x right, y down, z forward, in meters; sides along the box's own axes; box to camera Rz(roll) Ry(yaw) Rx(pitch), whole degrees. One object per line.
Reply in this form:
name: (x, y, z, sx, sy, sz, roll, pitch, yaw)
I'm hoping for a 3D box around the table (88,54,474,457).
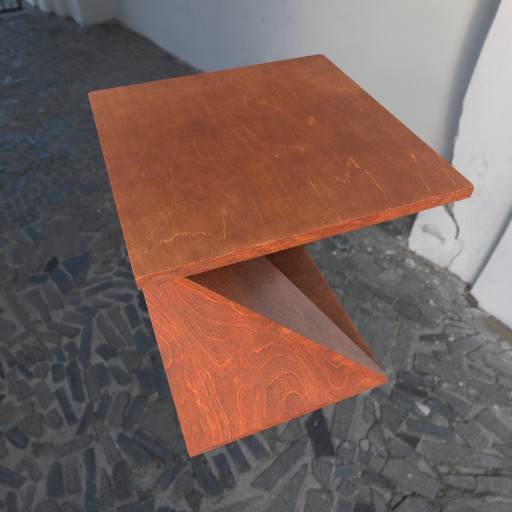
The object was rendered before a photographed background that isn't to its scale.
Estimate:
table: (0.000, 0.000, 0.830, 0.427, 0.520, 0.427, -16, 49, -14)
